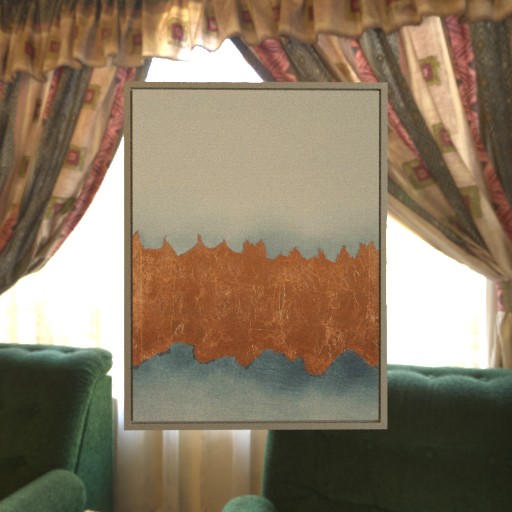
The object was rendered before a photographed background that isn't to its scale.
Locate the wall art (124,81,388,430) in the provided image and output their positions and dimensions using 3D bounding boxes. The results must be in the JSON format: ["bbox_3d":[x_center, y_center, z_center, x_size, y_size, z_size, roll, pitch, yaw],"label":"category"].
[{"bbox_3d":[0.000,0.000,1.342,0.789,1.042,0.034,0,0,-1],"label":"wall art"}]
